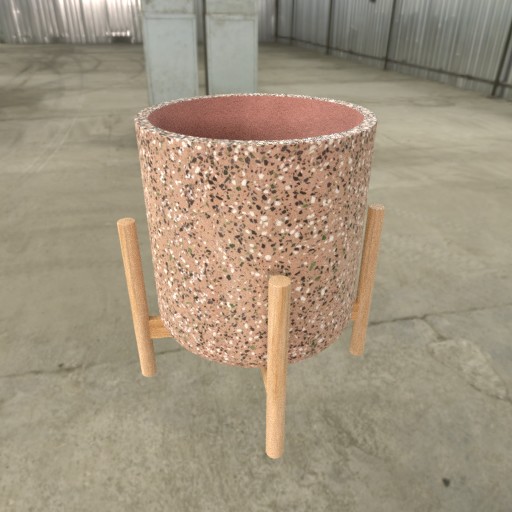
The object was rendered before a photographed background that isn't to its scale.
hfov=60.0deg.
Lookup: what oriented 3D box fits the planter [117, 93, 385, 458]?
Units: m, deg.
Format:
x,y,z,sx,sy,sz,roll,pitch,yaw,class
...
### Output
x,y,z,sx,sy,sz,roll,pitch,yaw,class
0.000,0.000,0.669,0.360,0.419,0.360,7,30,12,planter
